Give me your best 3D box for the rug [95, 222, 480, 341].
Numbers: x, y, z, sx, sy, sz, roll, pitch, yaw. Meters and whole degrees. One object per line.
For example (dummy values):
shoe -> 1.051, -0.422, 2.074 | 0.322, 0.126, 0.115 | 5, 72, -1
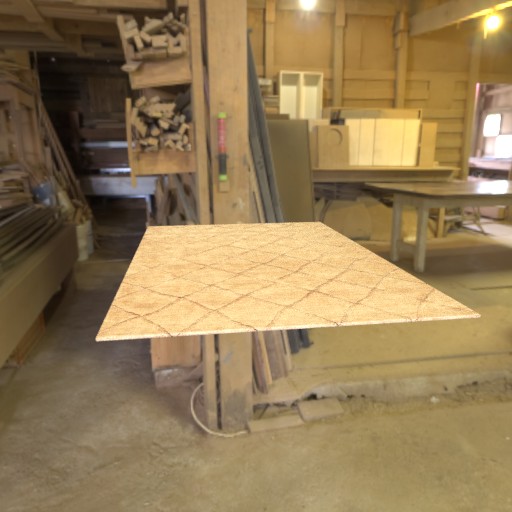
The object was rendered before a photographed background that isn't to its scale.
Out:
rug -> 0.000, 0.000, 2.817 | 1.528, 0.014, 2.292 | -2, 14, -8
